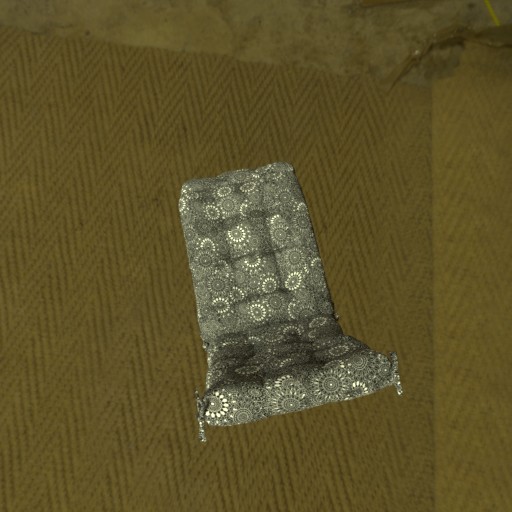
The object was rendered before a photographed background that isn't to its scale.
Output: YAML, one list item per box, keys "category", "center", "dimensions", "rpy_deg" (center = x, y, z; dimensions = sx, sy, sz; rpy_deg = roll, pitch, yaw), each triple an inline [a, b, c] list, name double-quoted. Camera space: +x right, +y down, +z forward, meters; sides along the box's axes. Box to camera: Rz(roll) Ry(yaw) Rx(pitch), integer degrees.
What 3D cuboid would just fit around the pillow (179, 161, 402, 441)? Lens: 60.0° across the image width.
- category: "pillow"
  center: [0.000, 0.000, 1.551]
  dimensions: [0.526, 0.863, 1.016]
  rpy_deg: [-12, 76, -3]
